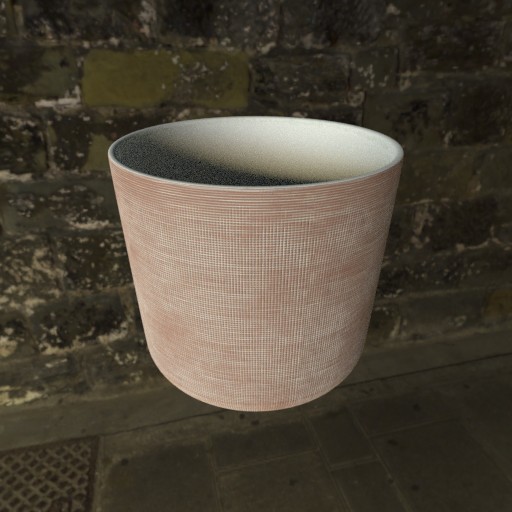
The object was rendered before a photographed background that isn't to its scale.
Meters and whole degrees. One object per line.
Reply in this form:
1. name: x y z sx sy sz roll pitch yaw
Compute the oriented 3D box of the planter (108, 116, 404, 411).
1. planter: 0.000 0.000 0.778 0.440 0.398 0.440 0 27 0
